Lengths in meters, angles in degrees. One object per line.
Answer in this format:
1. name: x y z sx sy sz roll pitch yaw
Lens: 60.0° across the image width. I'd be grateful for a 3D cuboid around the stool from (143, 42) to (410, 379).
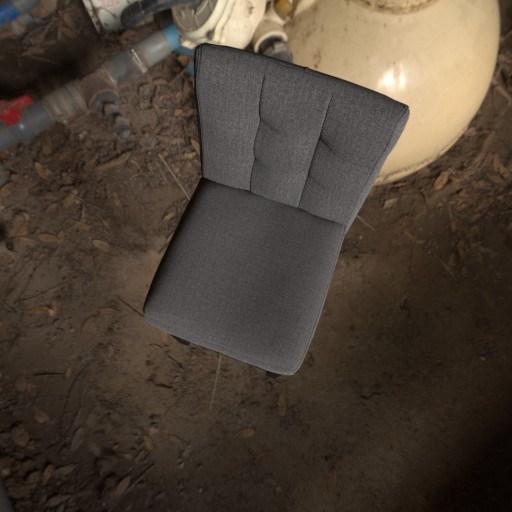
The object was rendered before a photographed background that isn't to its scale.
1. stool: 0.000 0.000 1.187 0.427 0.885 0.571 19 77 5
